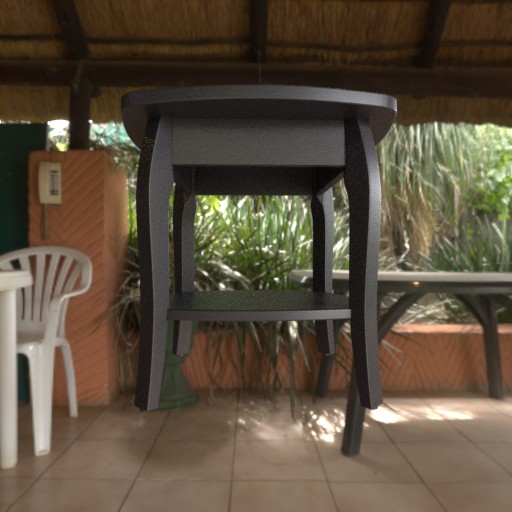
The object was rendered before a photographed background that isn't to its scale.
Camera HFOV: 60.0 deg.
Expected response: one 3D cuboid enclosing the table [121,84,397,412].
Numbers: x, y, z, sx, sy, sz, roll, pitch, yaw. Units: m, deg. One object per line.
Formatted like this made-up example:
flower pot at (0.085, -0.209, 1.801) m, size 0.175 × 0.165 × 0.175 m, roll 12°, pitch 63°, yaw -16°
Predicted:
table at (0.000, 0.000, 0.842) m, size 0.457 × 0.457 × 0.508 m, roll 0°, pitch 0°, yaw -2°
